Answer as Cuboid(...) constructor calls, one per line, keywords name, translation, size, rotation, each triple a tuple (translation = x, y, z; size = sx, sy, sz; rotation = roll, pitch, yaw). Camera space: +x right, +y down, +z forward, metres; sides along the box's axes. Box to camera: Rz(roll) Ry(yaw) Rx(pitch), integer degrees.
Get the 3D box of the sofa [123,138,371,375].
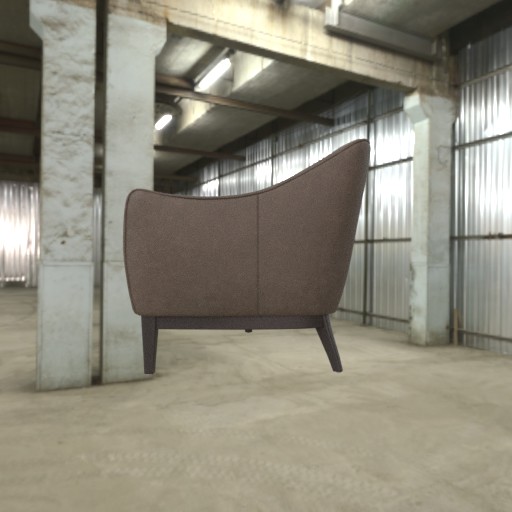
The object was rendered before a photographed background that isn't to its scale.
Cuboid(name="sofa", translation=(0.000, 0.000, 2.393), size=(0.869, 0.831, 1.928), rotation=(0, 0, 1))
